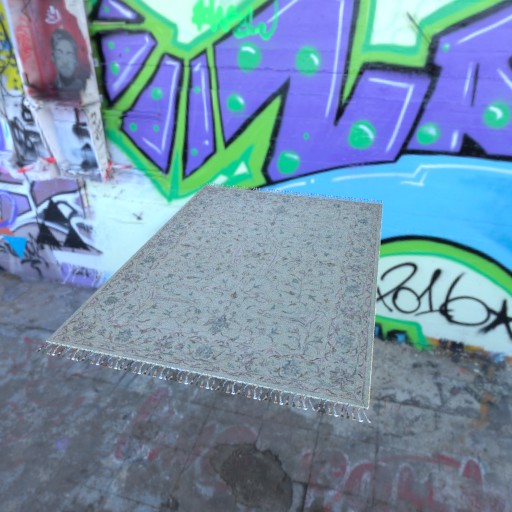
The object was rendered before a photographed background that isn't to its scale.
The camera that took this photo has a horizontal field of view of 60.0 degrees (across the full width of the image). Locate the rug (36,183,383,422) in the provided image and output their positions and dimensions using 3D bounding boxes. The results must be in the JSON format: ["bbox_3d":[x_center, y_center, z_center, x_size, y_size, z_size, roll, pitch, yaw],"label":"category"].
[{"bbox_3d":[0.000,0.000,2.270,1.247,0.008,1.802,8,31,13],"label":"rug"}]
